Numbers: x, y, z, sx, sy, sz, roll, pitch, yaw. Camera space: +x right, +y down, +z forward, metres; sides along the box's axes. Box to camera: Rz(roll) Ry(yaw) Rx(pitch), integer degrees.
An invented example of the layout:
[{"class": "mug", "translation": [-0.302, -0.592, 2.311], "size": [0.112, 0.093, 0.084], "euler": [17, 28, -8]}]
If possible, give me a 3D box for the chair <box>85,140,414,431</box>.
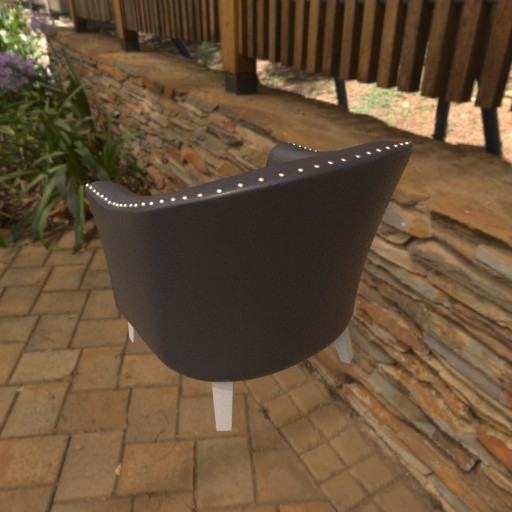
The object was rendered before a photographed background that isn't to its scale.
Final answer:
[{"class": "chair", "translation": [0.000, 0.000, 1.388], "size": [0.794, 0.823, 0.748], "euler": [-19, 35, -30]}]
